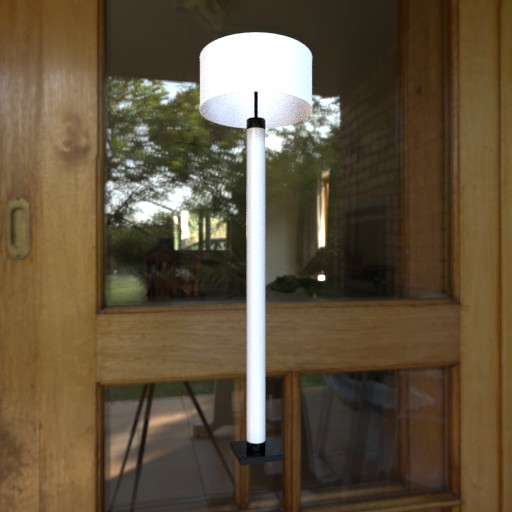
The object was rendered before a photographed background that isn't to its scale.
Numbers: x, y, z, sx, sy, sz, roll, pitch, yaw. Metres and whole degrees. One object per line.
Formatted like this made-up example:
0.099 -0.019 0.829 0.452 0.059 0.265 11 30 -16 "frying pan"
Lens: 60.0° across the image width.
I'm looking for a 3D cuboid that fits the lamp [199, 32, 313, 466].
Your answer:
0.000 0.000 1.652 0.420 1.475 0.420 0 0 -17 "lamp"
